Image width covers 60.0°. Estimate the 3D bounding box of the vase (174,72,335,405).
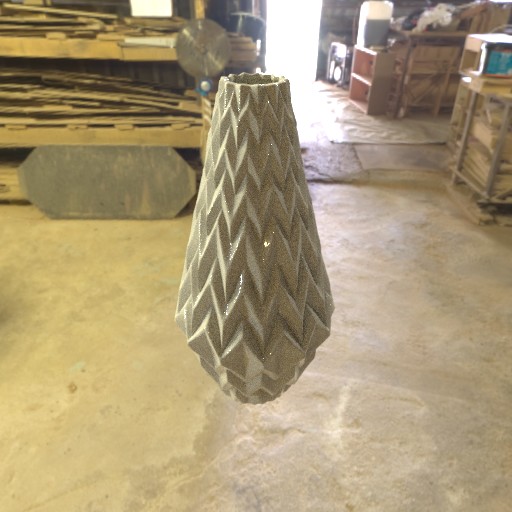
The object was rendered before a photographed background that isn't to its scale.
[{"bbox_3d":[0.000,0.000,0.434,0.167,0.328,0.167,0,32,0],"label":"vase"}]
